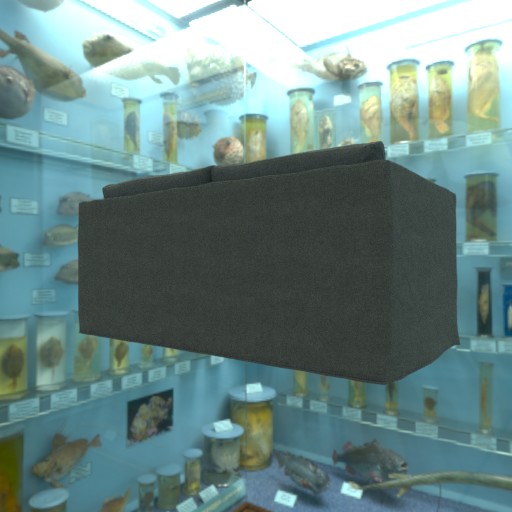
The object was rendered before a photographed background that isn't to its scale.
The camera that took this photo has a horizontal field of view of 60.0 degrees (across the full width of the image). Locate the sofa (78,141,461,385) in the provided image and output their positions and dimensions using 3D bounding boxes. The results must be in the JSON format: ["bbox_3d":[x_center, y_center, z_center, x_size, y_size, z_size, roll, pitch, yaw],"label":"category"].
[{"bbox_3d":[0.000,0.000,2.314,1.802,0.854,0.974,0,-1,37],"label":"sofa"}]
